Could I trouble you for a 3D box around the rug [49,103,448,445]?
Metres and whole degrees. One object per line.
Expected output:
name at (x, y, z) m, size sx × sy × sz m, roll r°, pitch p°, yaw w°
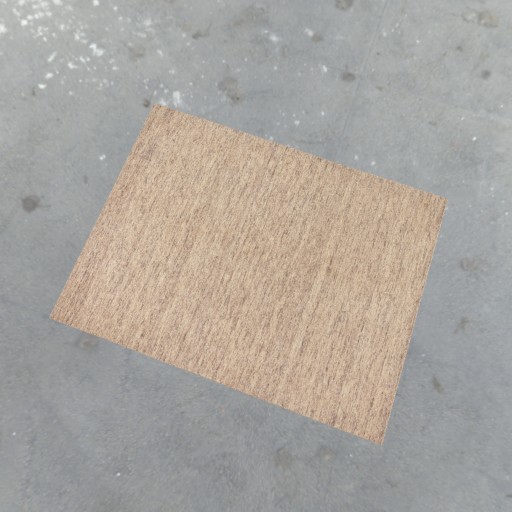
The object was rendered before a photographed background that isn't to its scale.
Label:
rug at (0.000, 0.000, 4.285) m, size 3.205 × 0.013 × 2.448 m, roll 19°, pitch 75°, yaw 5°
